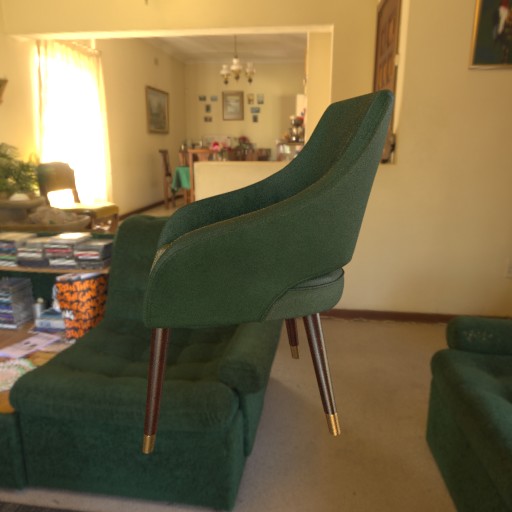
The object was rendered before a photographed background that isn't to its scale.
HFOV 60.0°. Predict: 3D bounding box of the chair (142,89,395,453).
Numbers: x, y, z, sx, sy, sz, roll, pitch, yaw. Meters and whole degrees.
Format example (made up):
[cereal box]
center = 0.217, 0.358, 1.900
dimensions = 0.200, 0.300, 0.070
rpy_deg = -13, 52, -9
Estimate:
[chair]
center = 0.000, 0.000, 1.549
dimensions = 0.794, 1.081, 0.683
rpy_deg = -2, 14, -9
